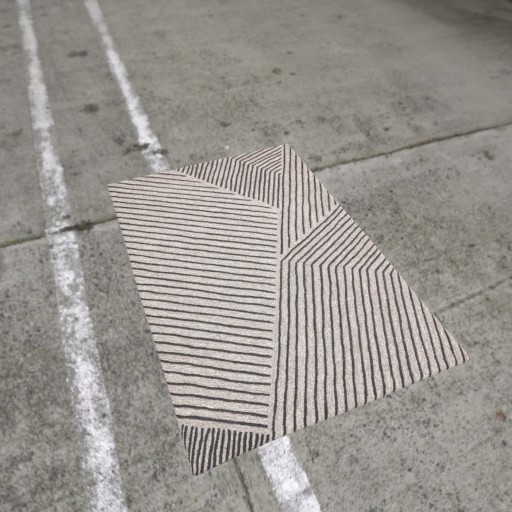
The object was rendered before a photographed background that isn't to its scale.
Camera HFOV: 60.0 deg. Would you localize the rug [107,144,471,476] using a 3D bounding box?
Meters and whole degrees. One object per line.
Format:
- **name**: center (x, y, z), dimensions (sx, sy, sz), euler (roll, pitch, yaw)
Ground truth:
- **rug**: center (0.000, 0.000, 2.317), dimensions (1.237, 0.019, 1.842), euler (-17, 48, -15)
